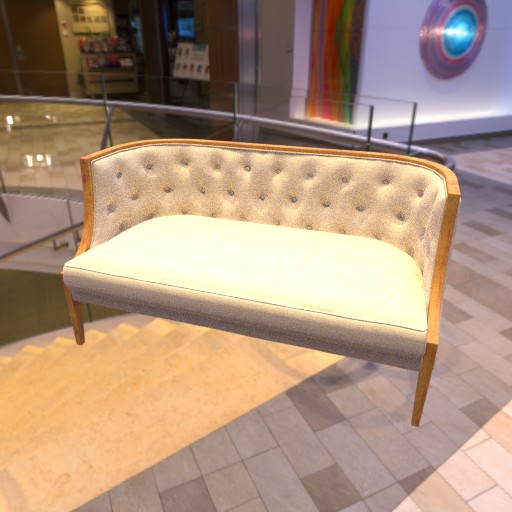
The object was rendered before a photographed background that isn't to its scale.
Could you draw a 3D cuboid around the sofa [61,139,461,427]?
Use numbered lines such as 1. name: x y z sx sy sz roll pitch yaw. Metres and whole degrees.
1. sofa: 0.000 0.000 1.876 1.474 0.775 0.770 9 27 17
